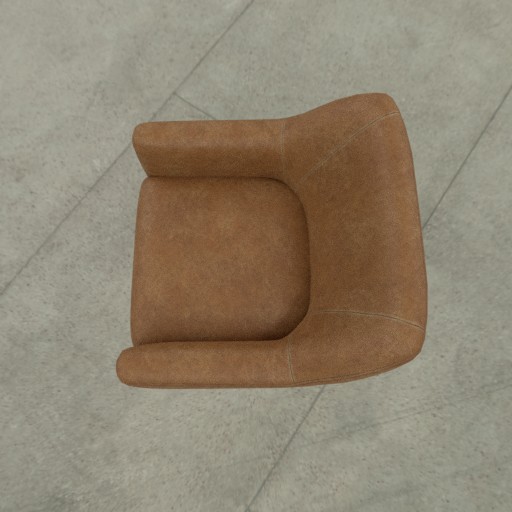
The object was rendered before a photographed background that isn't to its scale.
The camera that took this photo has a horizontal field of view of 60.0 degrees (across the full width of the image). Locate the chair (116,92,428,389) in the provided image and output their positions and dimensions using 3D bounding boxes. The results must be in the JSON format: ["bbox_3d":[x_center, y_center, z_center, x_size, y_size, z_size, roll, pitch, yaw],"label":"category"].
[{"bbox_3d":[0.000,0.000,1.818,1.034,0.980,1.037,-1,74,0],"label":"chair"}]
